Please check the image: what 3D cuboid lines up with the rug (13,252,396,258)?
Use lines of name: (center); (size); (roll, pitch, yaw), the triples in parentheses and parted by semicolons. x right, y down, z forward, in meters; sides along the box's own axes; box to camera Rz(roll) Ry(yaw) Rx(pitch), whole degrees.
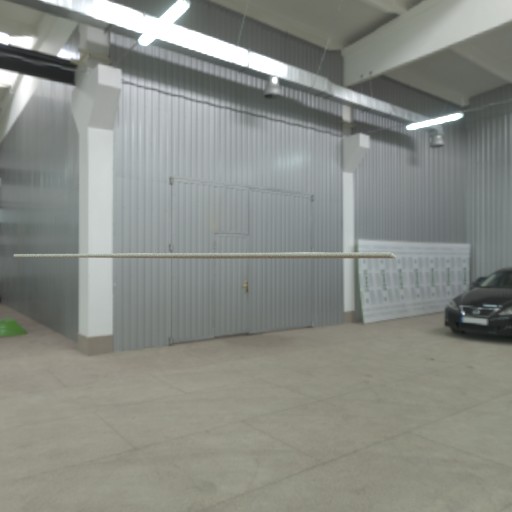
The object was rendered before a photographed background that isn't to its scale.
rug: (0.000, 0.000, 3.844); (2.311, 0.032, 2.921); (0, -1, 18)
